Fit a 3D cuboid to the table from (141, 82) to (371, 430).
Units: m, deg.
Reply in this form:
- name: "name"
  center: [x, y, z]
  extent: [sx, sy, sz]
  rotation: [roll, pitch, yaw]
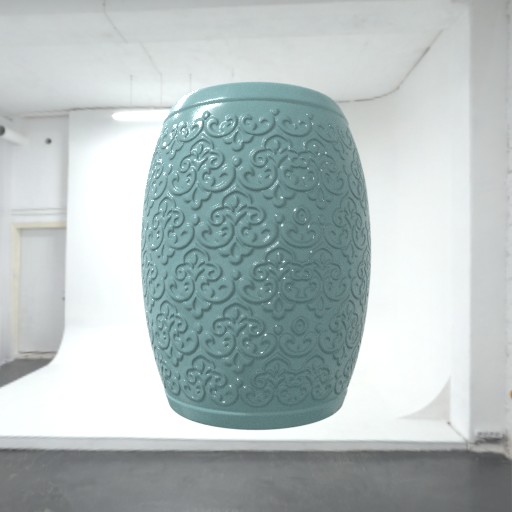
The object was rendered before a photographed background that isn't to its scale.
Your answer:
- name: "table"
  center: [0.000, 0.000, 0.614]
  extent: [0.309, 0.397, 0.309]
  rotation: [0, -1, 0]
